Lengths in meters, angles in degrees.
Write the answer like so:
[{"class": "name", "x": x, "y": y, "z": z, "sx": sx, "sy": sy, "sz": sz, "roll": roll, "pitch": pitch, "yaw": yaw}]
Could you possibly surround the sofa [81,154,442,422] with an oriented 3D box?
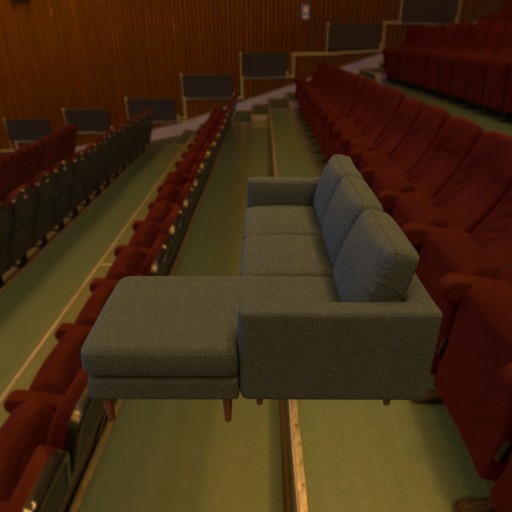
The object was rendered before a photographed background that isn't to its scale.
[{"class": "sofa", "x": 0.000, "y": 0.000, "z": 2.960, "sx": 1.667, "sy": 0.957, "sz": 2.055, "roll": 0, "pitch": 27, "yaw": 0}]
